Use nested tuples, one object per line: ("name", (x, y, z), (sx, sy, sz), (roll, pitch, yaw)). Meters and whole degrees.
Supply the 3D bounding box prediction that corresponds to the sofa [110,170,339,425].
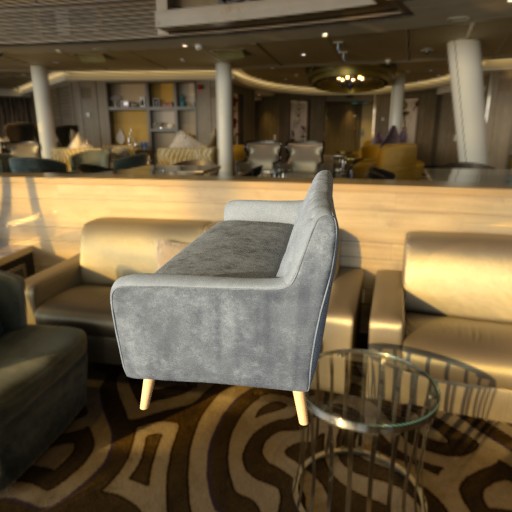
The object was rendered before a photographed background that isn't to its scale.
("sofa", (0.000, 0.000, 2.476), (0.841, 0.832, 1.975), (2, 16, 8))
